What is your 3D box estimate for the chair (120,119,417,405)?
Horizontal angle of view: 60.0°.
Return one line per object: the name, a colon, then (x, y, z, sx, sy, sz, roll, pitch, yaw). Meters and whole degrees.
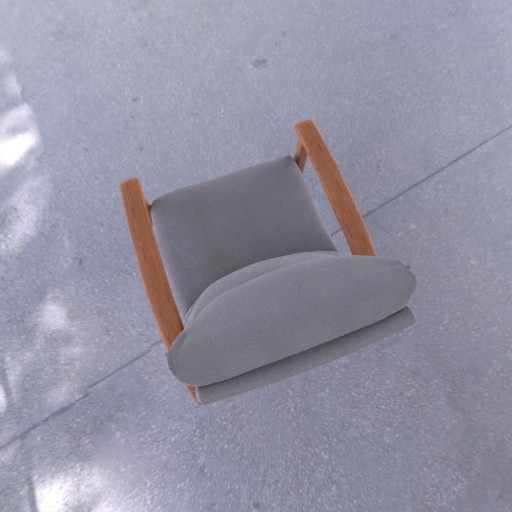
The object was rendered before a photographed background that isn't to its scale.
chair: (0.000, 0.000, 1.542, 0.782, 0.922, 0.816, -20, 76, -5)
